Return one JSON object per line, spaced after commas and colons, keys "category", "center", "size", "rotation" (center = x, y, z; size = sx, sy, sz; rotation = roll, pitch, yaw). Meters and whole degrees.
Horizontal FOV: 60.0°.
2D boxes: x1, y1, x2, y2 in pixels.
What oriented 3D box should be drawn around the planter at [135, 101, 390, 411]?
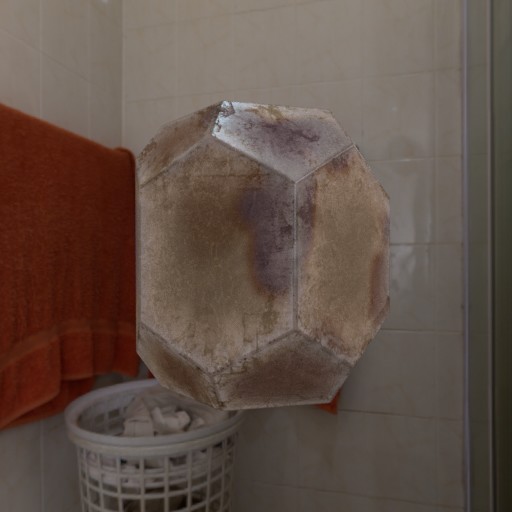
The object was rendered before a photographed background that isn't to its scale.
{"category": "planter", "center": [0.000, 0.000, 0.421], "size": [0.243, 0.238, 0.221], "rotation": [0, 0, 17]}
